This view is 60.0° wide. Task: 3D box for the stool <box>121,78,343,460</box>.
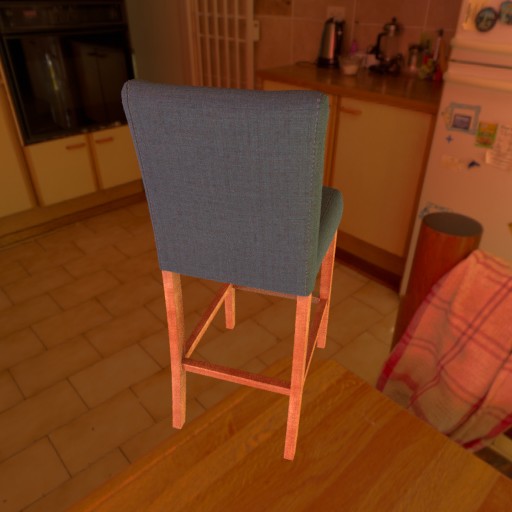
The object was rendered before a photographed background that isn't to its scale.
[{"bbox_3d":[0.000,0.000,1.362,0.454,1.088,0.574,9,33,15],"label":"stool"}]
